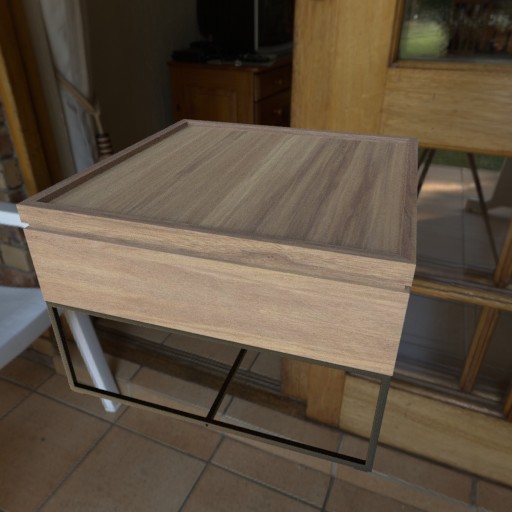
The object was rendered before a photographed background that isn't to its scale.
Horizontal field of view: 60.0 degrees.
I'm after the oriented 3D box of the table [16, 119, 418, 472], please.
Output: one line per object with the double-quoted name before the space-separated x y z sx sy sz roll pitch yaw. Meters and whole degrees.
"table" 0.000 0.000 1.089 0.676 0.464 0.679 9 31 15
